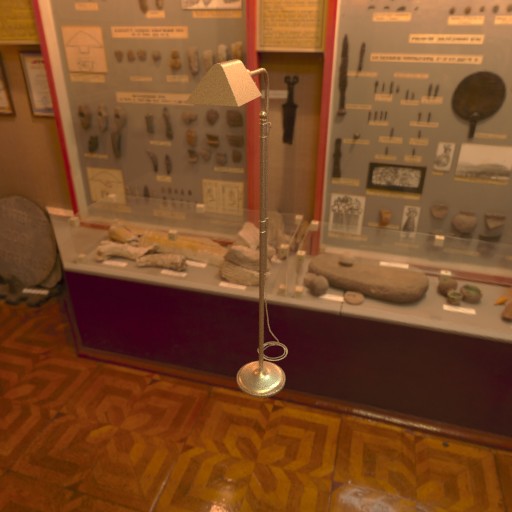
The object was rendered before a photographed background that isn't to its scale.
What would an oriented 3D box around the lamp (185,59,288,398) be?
[{"bbox_3d":[0.000,0.000,1.898,0.256,1.571,0.813,9,29,16],"label":"lamp"}]
